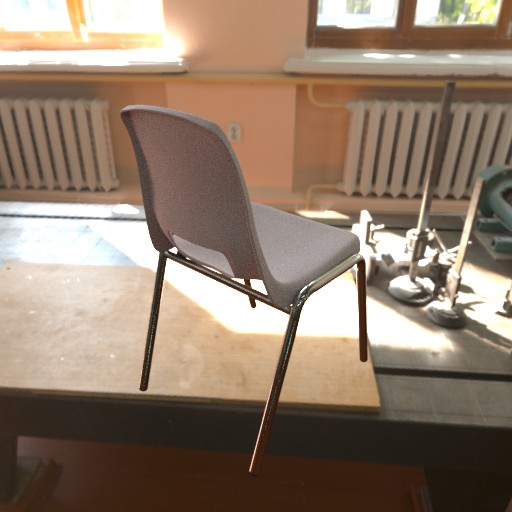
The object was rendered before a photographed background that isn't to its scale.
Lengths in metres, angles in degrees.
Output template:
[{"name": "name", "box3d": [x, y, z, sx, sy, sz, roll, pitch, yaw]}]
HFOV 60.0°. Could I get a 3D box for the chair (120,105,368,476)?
[{"name": "chair", "box3d": [0.000, 0.000, 0.923, 0.381, 0.653, 0.436, 22, 35, 34]}]
